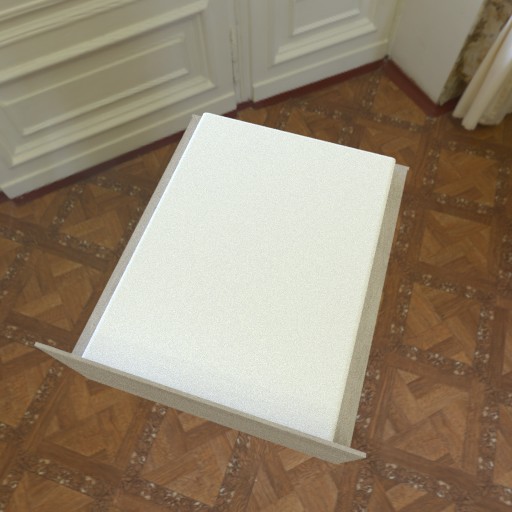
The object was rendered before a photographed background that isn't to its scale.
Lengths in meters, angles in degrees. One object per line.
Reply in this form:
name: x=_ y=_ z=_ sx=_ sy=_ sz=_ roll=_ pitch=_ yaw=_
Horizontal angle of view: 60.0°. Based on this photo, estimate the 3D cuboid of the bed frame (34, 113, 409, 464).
bed frame: x=0.000 y=0.000 z=2.805 sx=1.622 sy=0.800 sz=1.960 roll=16 pitch=64 yaw=8
